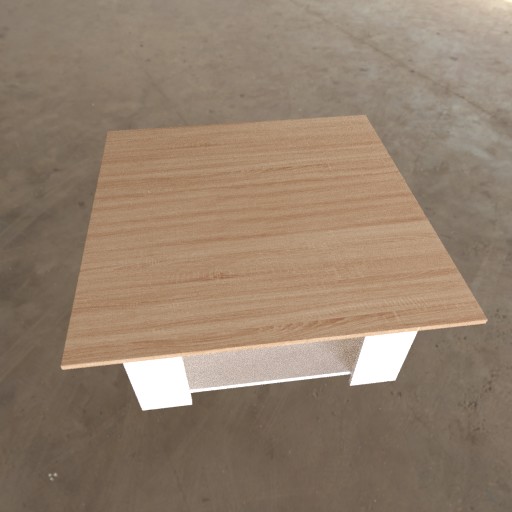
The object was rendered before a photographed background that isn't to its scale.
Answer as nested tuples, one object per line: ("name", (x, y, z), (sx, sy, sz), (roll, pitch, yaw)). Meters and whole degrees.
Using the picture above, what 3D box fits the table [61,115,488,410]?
("table", (0.000, 0.000, 1.026), (0.670, 0.305, 0.670), (-5, 46, -5))
